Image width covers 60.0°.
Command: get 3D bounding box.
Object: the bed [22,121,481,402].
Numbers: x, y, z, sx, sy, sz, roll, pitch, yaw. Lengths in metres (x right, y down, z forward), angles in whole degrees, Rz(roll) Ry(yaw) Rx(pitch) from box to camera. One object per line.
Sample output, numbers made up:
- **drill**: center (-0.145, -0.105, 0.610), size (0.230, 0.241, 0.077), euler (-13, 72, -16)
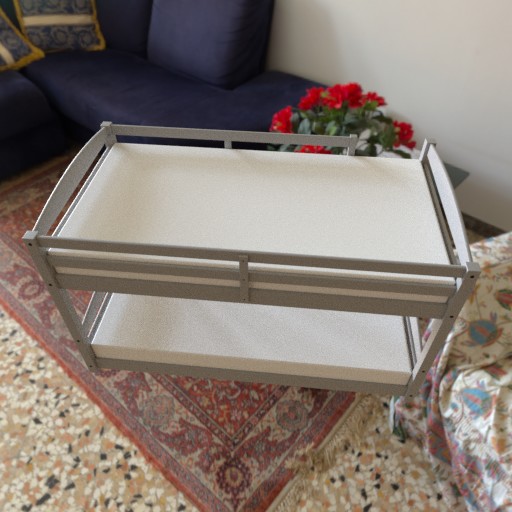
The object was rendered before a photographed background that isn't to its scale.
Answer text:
- **bed**: center (0.000, 0.000, 2.708), size (2.013, 1.206, 1.105), euler (4, 45, 4)
